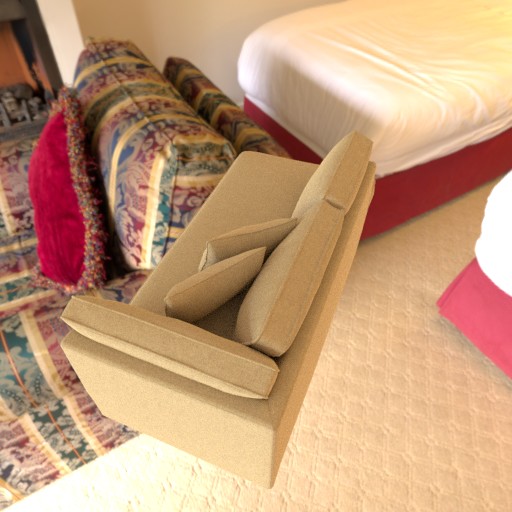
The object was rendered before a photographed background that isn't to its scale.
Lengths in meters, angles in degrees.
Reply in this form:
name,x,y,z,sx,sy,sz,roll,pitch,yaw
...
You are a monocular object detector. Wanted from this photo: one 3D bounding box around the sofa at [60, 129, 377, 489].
name,x,y,z,sx,sy,sz,roll,pitch,yaw
sofa,0.000,0.000,2.797,1.110,1.033,2.237,16,48,15
